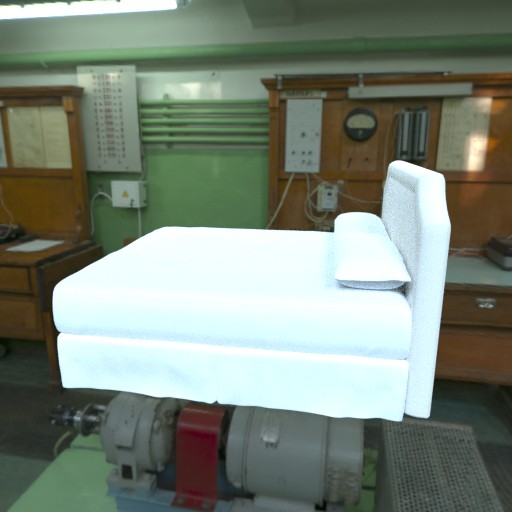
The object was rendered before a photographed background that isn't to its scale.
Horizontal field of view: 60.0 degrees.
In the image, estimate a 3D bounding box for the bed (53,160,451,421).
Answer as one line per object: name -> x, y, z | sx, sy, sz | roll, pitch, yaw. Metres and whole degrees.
bed -> 0.000, 0.000, 3.740 | 2.548, 1.524, 2.134 | 3, 15, 9
